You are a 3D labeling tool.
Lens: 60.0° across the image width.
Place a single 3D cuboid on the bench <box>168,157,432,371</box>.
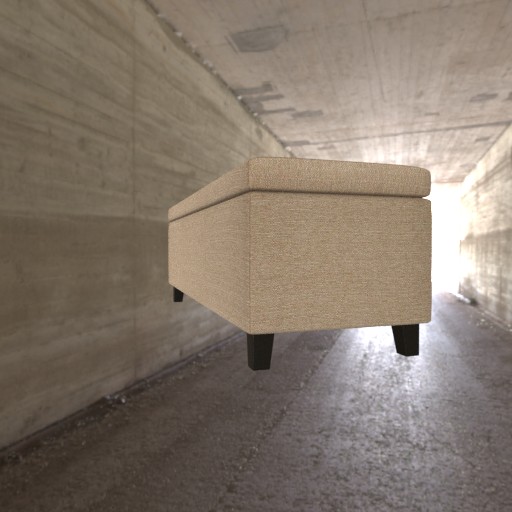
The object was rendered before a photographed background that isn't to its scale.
[{"bbox_3d":[0.000,0.000,1.521,0.446,0.438,1.269,0,1,-18],"label":"bench"}]
